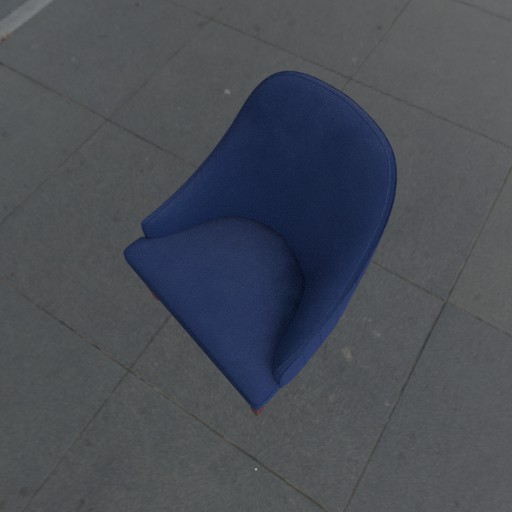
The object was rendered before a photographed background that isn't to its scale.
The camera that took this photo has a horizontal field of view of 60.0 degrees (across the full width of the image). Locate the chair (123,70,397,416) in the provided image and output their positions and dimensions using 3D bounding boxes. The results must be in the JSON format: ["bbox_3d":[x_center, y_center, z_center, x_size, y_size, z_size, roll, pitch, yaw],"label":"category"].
[{"bbox_3d":[0.000,0.000,1.314,0.575,0.889,0.643,-39,70,-17],"label":"chair"}]
